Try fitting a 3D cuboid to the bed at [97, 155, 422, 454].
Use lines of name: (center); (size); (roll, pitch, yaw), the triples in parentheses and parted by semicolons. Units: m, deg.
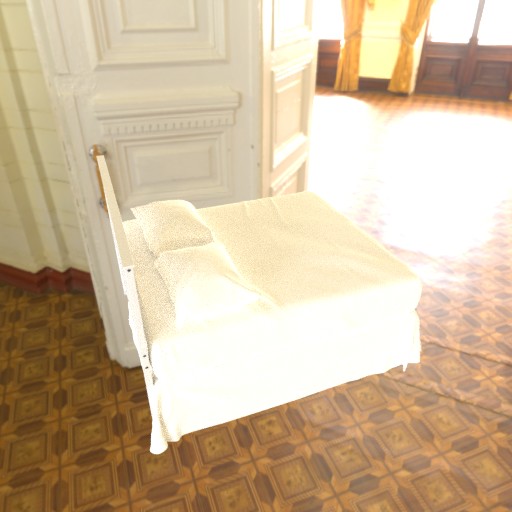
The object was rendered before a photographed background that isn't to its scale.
bed: (0.000, 0.000, 3.344); (2.047, 1.269, 1.876); (-11, 34, -18)
